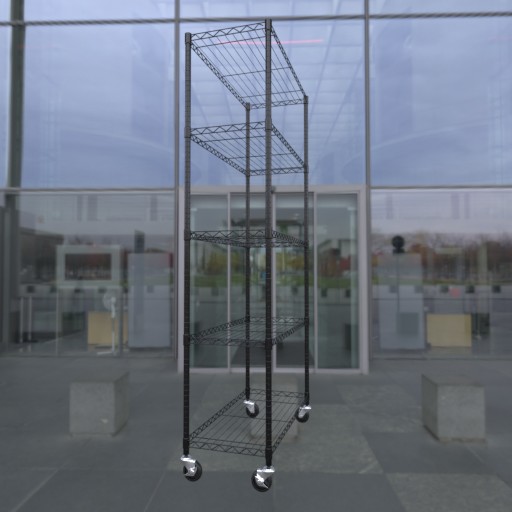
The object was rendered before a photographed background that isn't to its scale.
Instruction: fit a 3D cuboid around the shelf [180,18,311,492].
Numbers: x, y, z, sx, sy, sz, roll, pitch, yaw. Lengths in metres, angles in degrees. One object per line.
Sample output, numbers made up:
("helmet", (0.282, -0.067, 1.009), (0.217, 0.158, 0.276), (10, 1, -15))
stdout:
("shelf", (0.000, 0.000, 1.933), (0.356, 1.645, 0.762), (-1, -2, 17))
